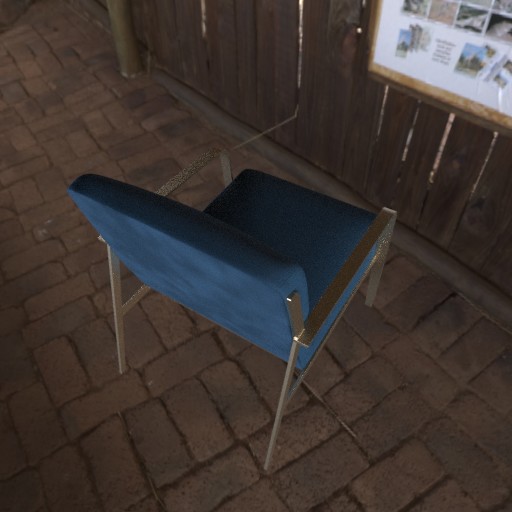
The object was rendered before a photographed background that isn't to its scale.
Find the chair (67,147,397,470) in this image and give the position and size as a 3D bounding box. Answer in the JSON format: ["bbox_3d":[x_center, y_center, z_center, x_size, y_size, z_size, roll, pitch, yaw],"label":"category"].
[{"bbox_3d":[0.000,0.000,1.458,0.692,0.831,0.859,24,50,22],"label":"chair"}]
